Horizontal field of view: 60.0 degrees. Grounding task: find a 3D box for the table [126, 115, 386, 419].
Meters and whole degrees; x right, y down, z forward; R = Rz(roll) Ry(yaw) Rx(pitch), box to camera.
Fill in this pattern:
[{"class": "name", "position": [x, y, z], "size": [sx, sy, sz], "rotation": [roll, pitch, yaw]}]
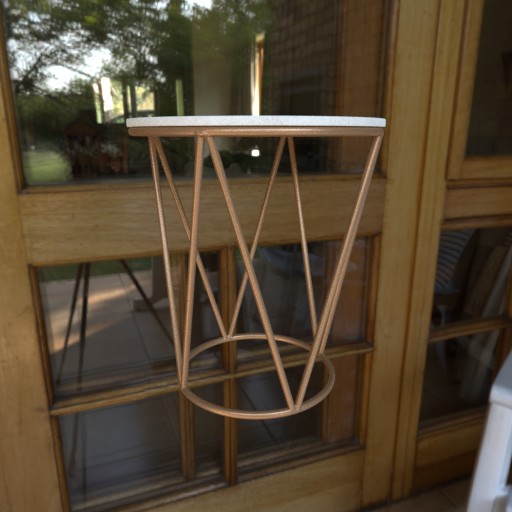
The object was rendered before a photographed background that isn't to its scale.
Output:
[{"class": "table", "position": [0.000, 0.000, 0.962], "size": [0.500, 0.564, 0.500], "rotation": [0, 16, 0]}]
